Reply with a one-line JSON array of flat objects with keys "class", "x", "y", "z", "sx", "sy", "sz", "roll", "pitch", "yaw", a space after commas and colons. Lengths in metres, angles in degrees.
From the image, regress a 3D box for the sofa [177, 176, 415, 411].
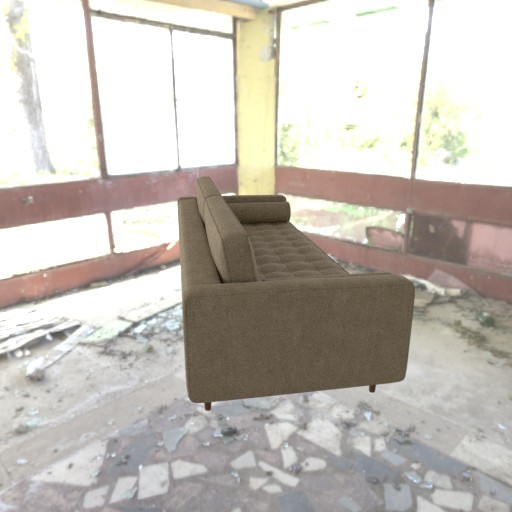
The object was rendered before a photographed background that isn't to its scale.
[{"class": "sofa", "x": 0.000, "y": 0.000, "z": 2.711, "sx": 0.919, "sy": 0.770, "sz": 2.200, "roll": -3, "pitch": 17, "yaw": -10}]
